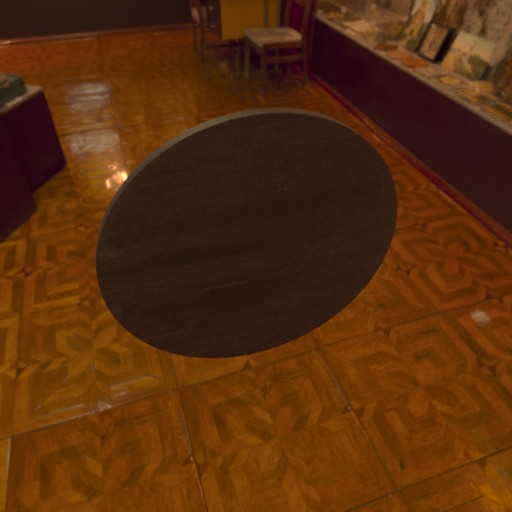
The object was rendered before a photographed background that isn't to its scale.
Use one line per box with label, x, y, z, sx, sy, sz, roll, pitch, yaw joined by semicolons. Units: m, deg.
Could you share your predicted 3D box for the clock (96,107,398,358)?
clock;0.000;0.000;0.875;0.595;0.595;0.029;-11;43;-12
